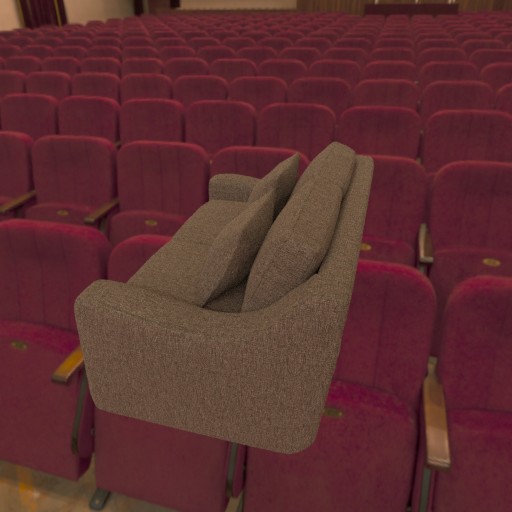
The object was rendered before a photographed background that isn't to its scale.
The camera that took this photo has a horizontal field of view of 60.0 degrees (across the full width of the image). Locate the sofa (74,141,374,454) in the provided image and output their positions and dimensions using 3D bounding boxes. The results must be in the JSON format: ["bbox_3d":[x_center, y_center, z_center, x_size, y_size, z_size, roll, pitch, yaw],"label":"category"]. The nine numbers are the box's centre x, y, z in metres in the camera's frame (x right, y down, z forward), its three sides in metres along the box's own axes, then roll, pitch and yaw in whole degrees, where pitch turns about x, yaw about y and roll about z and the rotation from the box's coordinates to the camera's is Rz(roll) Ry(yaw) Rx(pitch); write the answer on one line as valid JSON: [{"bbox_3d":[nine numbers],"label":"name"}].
[{"bbox_3d":[0.000,0.000,2.449,1.120,0.991,1.778,8,29,14],"label":"sofa"}]
